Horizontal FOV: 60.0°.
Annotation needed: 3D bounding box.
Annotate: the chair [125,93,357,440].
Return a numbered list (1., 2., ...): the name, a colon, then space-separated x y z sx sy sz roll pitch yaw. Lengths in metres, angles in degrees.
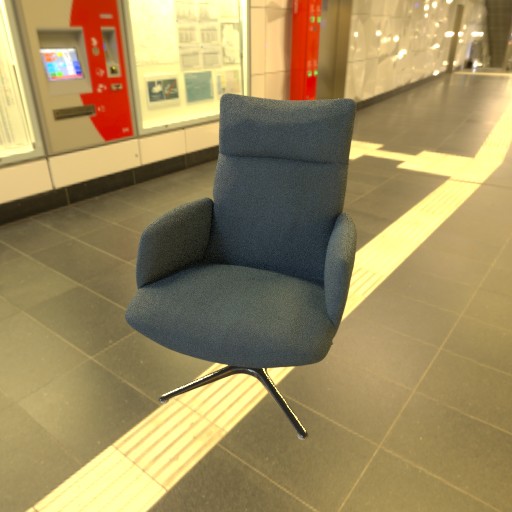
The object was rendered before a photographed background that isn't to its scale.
1. chair: 0.000 0.000 1.613 0.711 1.016 0.889 8 28 16
